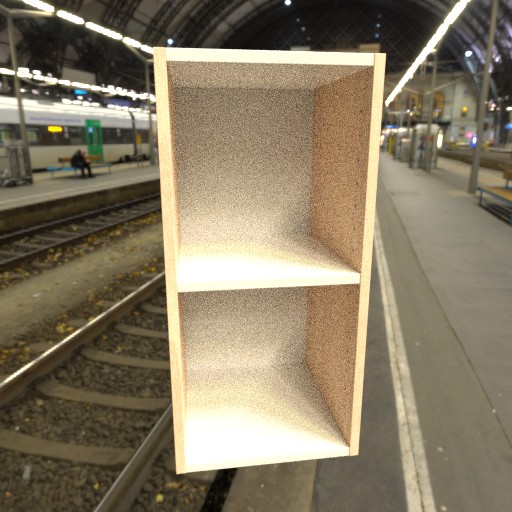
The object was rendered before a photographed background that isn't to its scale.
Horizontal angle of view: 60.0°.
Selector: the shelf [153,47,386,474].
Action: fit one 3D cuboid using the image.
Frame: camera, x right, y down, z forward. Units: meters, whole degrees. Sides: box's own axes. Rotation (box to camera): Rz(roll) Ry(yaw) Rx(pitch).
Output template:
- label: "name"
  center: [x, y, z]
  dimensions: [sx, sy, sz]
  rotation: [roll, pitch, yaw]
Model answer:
- label: "shelf"
  center: [0.000, 0.000, 0.756]
  dimensions: [0.290, 0.594, 0.297]
  rotation: [-2, 15, -8]
